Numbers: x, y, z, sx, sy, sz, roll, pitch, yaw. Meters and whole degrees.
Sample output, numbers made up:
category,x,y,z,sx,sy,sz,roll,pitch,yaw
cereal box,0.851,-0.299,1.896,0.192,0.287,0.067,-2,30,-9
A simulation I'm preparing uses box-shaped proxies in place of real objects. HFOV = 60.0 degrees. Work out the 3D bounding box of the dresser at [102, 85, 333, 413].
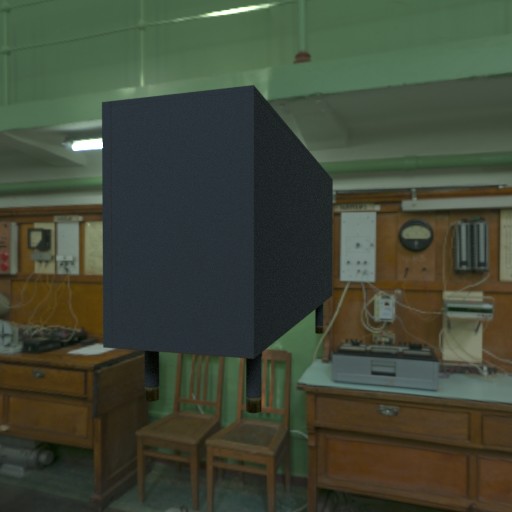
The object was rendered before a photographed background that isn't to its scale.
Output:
category,x,y,z,sx,sy,sz,roll,pitch,yaw
dresser,0.000,0.000,1.914,0.463,0.872,1.558,0,1,17
